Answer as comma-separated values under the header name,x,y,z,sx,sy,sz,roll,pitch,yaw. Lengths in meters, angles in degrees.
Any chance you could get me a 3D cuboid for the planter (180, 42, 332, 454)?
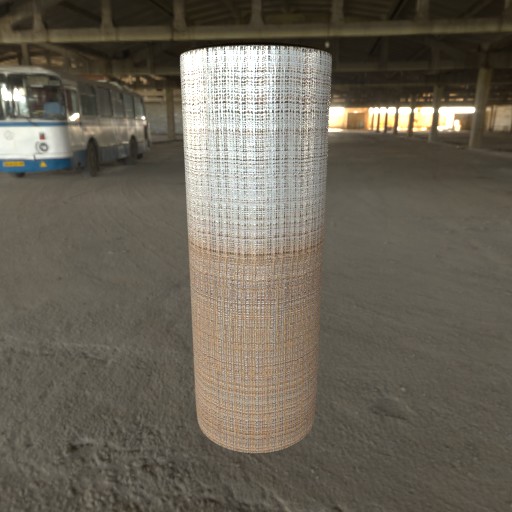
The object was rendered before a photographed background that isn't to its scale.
name,x,y,z,sx,sy,sz,roll,pitch,yaw
planter,0.000,0.000,0.332,0.099,0.278,0.099,3,17,8
